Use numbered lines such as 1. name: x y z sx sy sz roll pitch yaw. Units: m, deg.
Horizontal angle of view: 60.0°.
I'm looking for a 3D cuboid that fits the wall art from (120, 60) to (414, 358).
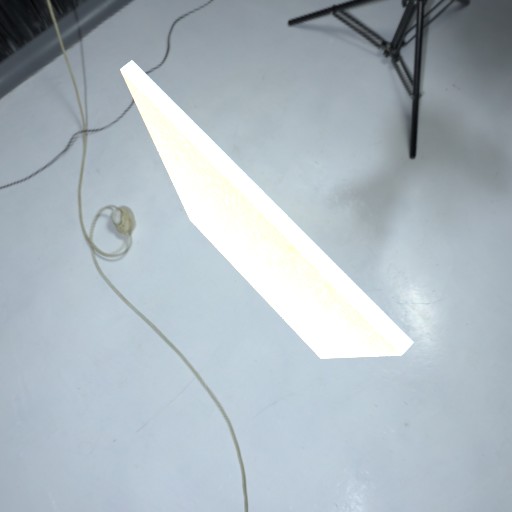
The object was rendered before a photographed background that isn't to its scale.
1. wall art: 0.000 0.000 0.818 0.020 0.613 0.481 -42 80 -9
